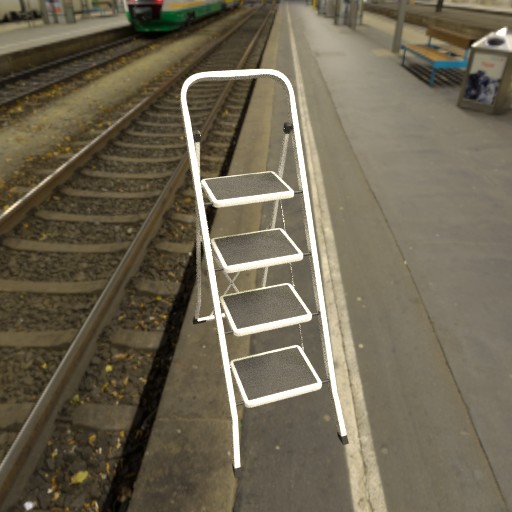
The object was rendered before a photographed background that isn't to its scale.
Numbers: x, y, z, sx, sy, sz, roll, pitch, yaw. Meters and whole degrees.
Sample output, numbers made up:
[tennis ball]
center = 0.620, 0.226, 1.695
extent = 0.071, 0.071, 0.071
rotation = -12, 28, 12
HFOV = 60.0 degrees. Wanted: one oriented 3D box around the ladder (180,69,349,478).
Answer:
[ladder]
center = 0.000, 0.000, 1.705
extent = 0.460, 1.265, 0.914
rotation = -10, 32, -16
